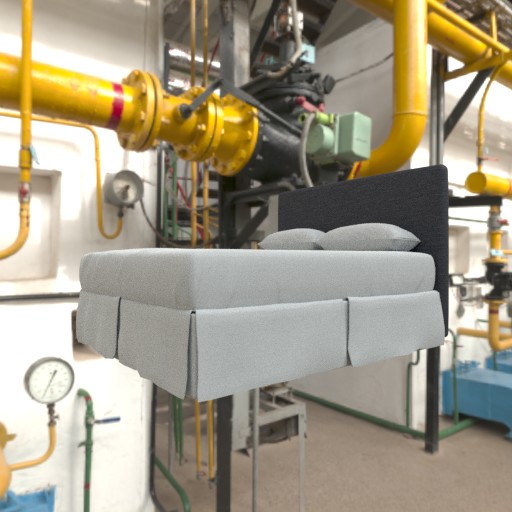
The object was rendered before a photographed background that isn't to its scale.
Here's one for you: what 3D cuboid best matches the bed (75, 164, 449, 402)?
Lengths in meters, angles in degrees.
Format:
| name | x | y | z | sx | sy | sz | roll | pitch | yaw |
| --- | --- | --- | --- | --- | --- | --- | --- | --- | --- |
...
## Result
| name | x | y | z | sx | sy | sz | roll | pitch | yaw |
| --- | --- | --- | --- | --- | --- | --- | --- | --- | --- |
| bed | 0.000 | 0.000 | 3.270 | 2.142 | 1.330 | 1.884 | 0 | 0 | -37 |
